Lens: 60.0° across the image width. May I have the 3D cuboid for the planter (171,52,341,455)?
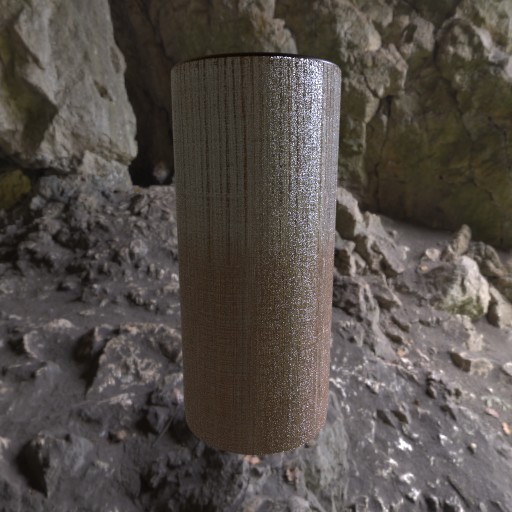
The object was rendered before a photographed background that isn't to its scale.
[{"bbox_3d":[0.000,0.000,0.289,0.100,0.227,0.100,7,15,27],"label":"planter"}]
